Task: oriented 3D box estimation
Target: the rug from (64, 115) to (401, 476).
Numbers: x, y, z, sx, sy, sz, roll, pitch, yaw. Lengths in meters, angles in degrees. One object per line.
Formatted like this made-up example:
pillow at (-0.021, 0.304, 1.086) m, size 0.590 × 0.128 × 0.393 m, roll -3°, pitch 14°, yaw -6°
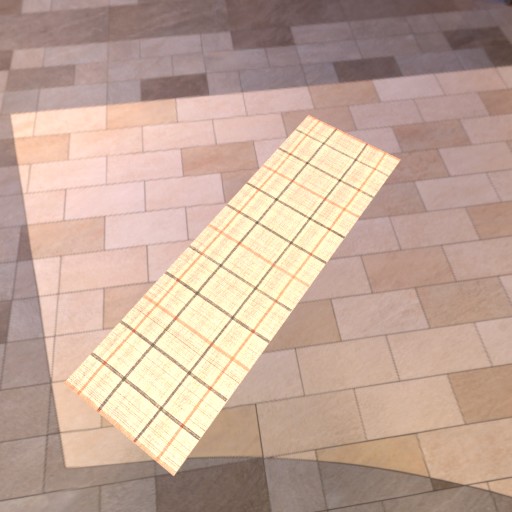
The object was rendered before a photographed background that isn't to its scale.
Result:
rug at (0.000, 0.000, 2.727) m, size 0.762 × 0.008 × 2.439 m, roll 32°, pitch 65°, yaw 17°
